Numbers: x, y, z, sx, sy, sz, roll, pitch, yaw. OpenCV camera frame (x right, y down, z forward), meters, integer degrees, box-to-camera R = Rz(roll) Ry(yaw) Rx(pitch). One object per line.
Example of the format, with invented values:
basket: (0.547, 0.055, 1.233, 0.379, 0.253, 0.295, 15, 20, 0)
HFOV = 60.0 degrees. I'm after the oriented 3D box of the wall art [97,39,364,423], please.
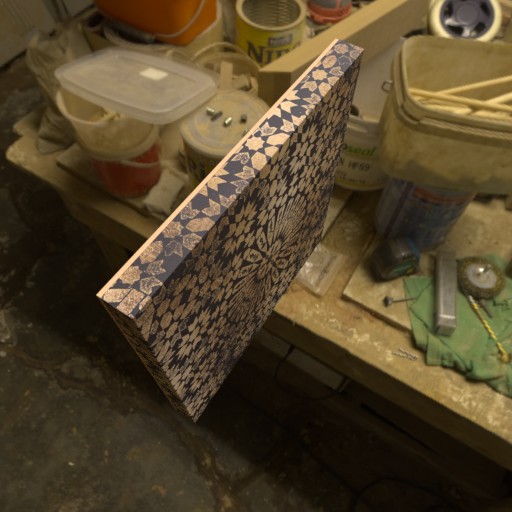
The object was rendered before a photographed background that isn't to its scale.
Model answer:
wall art: (0.000, 0.000, 0.606, 0.038, 0.405, 0.405, 29, 63, 17)
